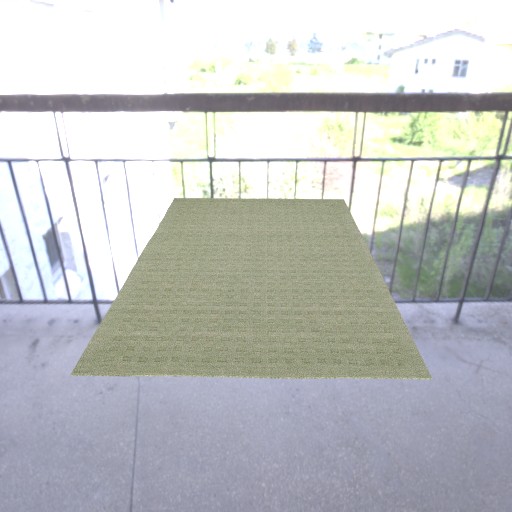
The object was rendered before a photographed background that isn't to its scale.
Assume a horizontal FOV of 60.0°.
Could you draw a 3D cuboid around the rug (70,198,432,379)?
[{"bbox_3d":[0.000,0.000,2.180,1.143,0.006,1.747,0,26,1],"label":"rug"}]
